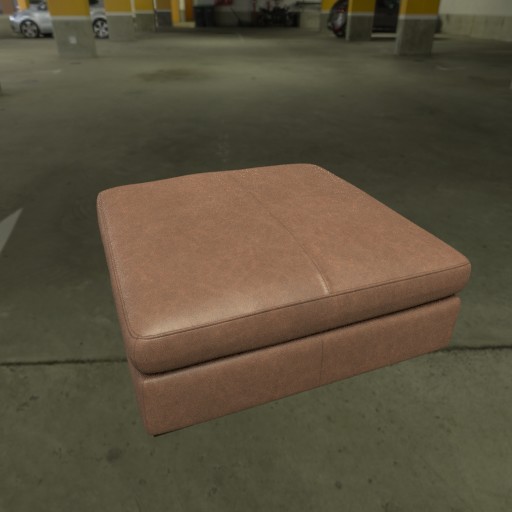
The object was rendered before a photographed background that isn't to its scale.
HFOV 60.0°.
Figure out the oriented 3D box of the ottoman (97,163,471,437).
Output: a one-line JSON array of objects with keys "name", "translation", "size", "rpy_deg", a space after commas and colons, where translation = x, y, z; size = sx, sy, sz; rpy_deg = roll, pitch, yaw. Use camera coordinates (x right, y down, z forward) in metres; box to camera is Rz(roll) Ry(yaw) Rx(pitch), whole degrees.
[{"name": "ottoman", "translation": [0.000, 0.000, 1.835], "size": [1.168, 0.490, 1.168], "rpy_deg": [-11, 31, -18]}]
